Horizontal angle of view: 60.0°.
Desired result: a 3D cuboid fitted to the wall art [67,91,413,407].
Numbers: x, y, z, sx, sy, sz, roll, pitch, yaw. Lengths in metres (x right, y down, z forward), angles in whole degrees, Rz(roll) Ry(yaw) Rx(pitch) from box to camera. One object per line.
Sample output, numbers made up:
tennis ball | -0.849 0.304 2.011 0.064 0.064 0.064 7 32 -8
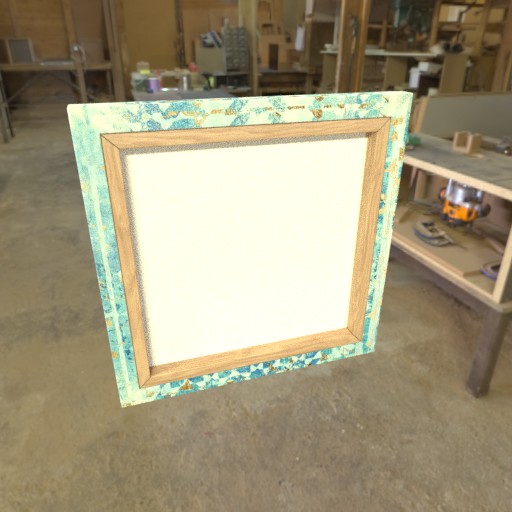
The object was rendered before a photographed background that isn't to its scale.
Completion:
wall art | 0.000 0.000 0.901 0.609 0.609 0.040 -8 28 -16
